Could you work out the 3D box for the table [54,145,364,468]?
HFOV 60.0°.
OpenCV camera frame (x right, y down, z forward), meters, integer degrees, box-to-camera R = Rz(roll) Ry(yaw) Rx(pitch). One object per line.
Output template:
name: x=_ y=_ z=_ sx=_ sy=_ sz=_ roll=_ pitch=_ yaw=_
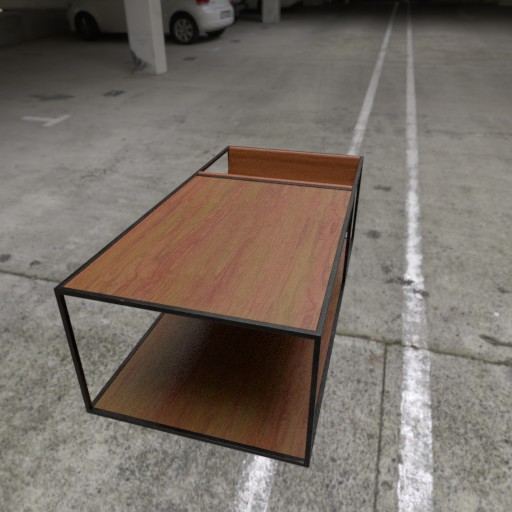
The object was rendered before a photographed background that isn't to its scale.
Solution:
table: x=0.000 y=0.000 z=1.513 sx=0.597 sy=0.403 sz=1.199 roll=8 pitch=30 yaw=14
